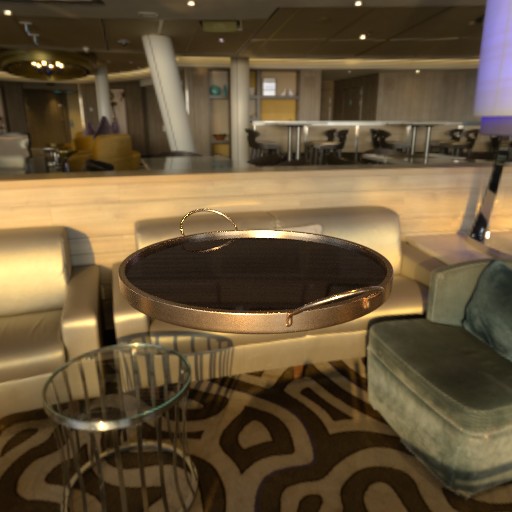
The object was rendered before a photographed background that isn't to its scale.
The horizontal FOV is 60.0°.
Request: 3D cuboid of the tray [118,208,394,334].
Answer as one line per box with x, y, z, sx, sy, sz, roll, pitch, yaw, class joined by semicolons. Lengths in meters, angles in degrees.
0.000;0.000;0.734;0.438;0.069;0.543;-8;18;-25;tray
